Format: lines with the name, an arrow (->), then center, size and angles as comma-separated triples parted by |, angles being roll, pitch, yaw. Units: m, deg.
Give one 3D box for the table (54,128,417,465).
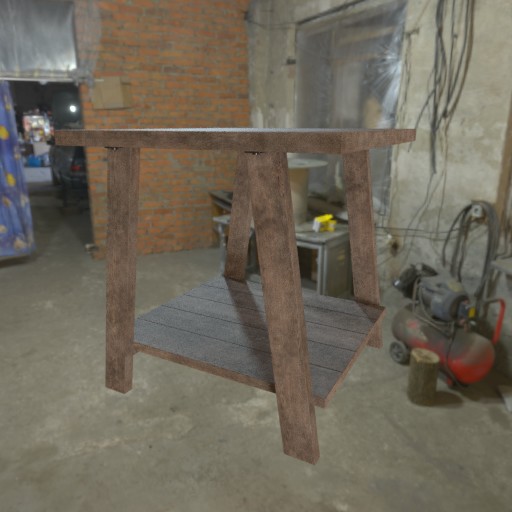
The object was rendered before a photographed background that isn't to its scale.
table -> 0.000, 0.000, 1.109 | 0.610, 0.610, 0.610 | 9, 19, 27
